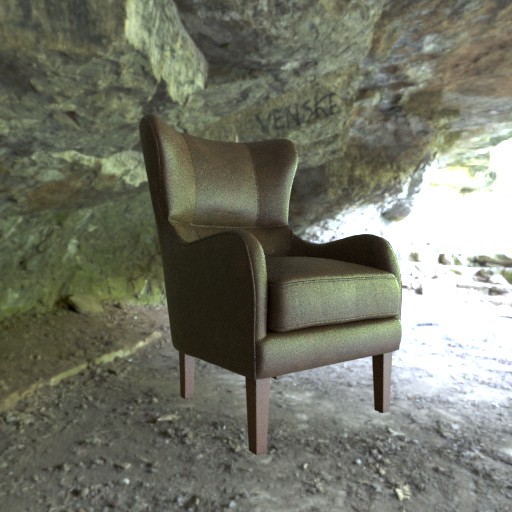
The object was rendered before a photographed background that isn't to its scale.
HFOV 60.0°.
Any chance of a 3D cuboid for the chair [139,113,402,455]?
[{"bbox_3d":[0.000,0.000,1.631,0.692,1.048,0.914,0,1,-36],"label":"chair"}]
